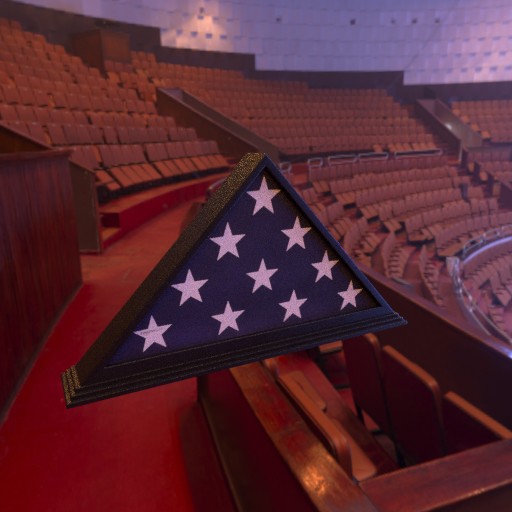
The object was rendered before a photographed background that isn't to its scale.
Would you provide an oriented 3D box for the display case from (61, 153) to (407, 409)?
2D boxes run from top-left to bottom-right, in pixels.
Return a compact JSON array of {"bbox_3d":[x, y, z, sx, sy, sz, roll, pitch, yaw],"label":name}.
[{"bbox_3d":[0.000,0.000,0.754,0.640,0.340,0.095,-8,17,-26],"label":"display case"}]
